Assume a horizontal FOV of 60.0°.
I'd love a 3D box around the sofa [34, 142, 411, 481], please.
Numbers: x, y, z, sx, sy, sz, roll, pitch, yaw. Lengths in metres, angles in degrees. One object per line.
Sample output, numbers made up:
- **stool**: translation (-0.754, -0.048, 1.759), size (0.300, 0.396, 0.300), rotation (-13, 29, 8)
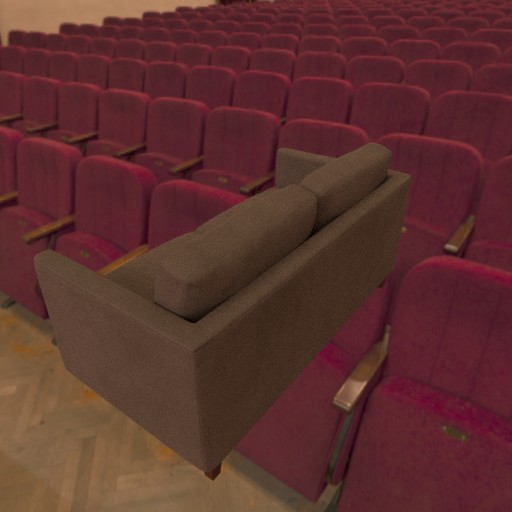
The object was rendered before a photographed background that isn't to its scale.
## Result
- **sofa**: translation (0.000, 0.000, 2.349), size (0.950, 0.963, 1.884), rotation (21, 37, 31)
